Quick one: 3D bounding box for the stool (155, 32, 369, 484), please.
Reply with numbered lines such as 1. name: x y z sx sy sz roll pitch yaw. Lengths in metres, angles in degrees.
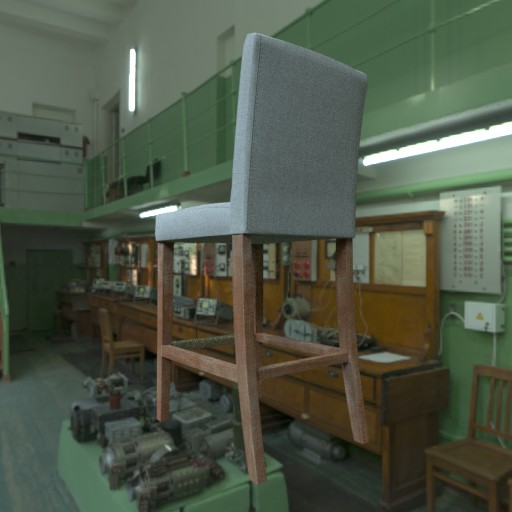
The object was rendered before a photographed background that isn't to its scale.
1. stool: 0.000 0.000 1.389 0.439 1.088 0.570 0 0 -37
